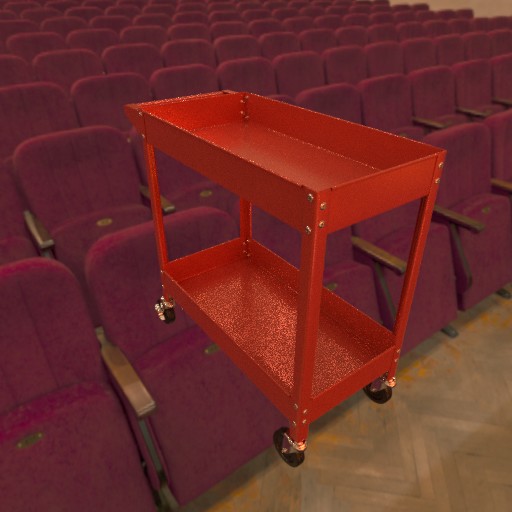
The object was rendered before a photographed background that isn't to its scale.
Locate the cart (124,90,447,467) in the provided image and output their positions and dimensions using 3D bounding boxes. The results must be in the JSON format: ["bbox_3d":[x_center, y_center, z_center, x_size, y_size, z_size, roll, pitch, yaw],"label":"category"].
[{"bbox_3d":[0.000,0.000,1.200,0.366,0.719,0.779,-21,37,-30],"label":"cart"}]
